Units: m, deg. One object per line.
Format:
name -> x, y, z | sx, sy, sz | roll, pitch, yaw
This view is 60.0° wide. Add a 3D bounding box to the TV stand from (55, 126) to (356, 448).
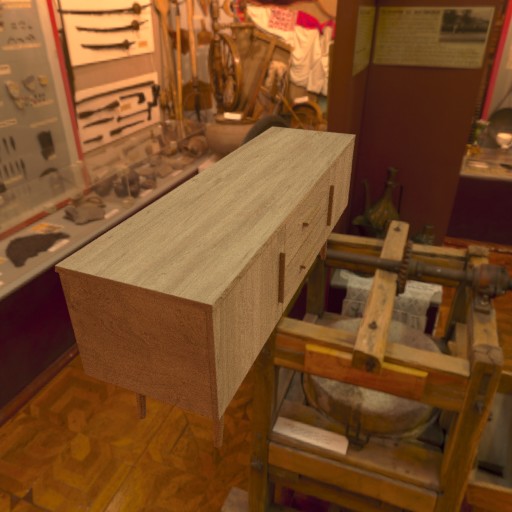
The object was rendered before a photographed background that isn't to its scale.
TV stand -> 0.000, 0.000, 1.549 | 0.401, 0.565, 1.313 | 12, 32, 19
